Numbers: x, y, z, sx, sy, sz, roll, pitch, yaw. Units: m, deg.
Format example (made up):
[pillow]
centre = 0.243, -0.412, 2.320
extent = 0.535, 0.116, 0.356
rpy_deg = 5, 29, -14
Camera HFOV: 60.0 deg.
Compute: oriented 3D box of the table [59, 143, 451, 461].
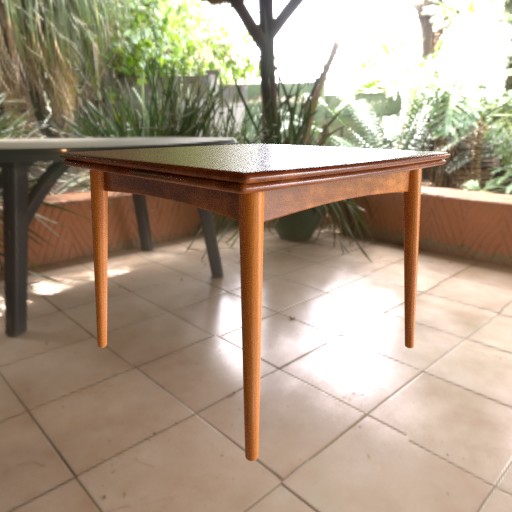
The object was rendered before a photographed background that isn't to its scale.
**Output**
[table]
centre = 0.000, 0.000, 1.651
extent = 0.991, 0.754, 0.991
rpy_deg = -16, 23, -42
